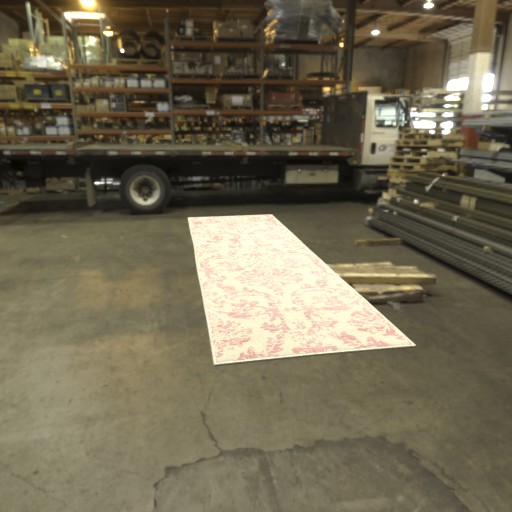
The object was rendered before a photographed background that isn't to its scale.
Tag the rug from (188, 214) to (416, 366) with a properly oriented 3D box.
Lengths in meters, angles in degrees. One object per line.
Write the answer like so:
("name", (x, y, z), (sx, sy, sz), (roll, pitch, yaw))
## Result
("rug", (0.000, 0.000, 2.418), (0.662, 0.011, 2.196), (-3, 17, -10))
